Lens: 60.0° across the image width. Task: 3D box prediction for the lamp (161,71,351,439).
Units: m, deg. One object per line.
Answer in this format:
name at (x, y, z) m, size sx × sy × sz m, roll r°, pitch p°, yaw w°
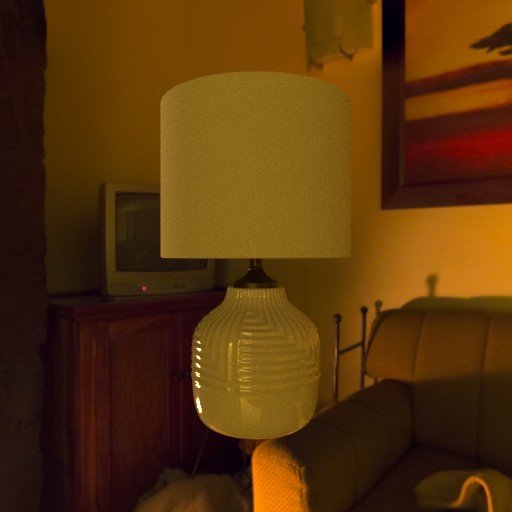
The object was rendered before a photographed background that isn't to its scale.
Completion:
lamp at (0.000, 0.000, 0.756) m, size 0.318 × 0.567 × 0.318 m, roll 0°, pitch 0°, yaw 0°
